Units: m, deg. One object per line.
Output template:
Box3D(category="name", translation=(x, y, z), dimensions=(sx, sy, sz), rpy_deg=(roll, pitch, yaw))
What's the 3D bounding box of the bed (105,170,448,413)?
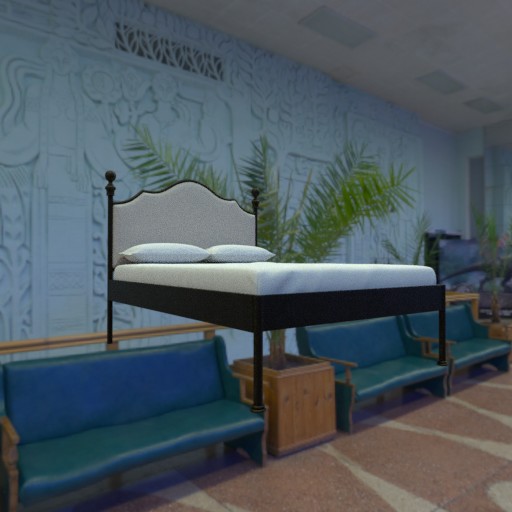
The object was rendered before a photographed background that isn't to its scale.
Box3D(category="bed", translation=(0.000, 0.000, 3.413), dimensions=(1.642, 1.499, 2.224), rpy_deg=(0, -1, -36))
